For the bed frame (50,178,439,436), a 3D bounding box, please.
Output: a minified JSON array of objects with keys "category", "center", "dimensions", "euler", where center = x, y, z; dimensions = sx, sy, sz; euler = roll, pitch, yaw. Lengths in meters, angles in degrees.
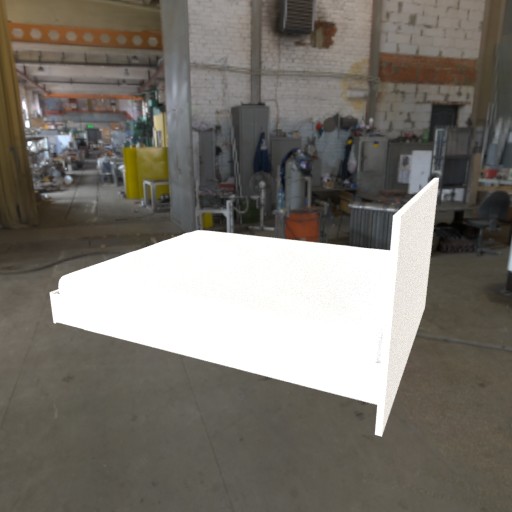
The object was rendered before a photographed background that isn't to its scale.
[{"category":"bed frame","center":[0.000,0.000,3.040],"dimensions":[2.100,1.001,1.711],"euler":[7,17,25]}]
